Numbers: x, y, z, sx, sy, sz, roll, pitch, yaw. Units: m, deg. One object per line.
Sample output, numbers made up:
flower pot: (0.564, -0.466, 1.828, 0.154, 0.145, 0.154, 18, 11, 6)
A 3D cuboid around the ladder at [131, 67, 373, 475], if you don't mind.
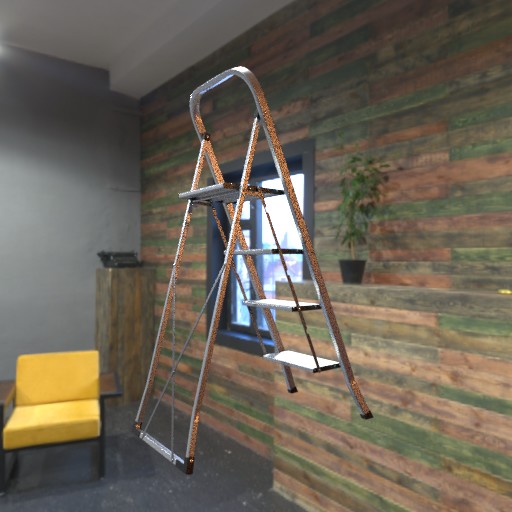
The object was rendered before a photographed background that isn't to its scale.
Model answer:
ladder: (0.000, 0.000, 1.709, 0.830, 1.290, 0.465, 1, -1, -38)
